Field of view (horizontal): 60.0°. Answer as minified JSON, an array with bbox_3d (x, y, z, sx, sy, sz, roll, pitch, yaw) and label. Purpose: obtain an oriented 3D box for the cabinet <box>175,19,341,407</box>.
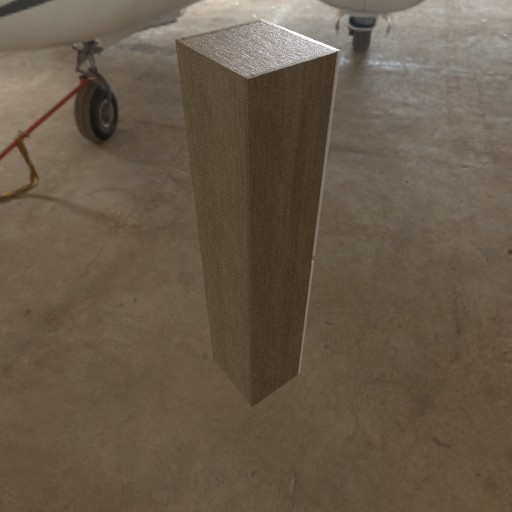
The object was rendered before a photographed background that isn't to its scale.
[{"bbox_3d":[0.000,0.000,1.544,0.270,1.400,0.300,-28,50,-26],"label":"cabinet"}]
